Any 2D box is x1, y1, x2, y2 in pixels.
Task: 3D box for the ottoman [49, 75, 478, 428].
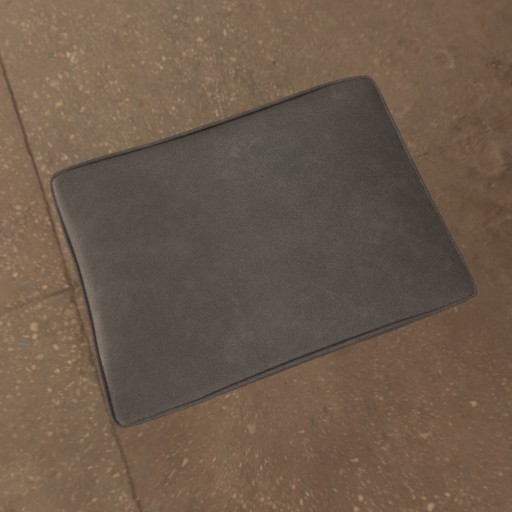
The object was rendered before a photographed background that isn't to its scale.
[{"bbox_3d":[0.000,0.000,1.081,0.756,0.445,0.554,-19,76,-5],"label":"ottoman"}]
